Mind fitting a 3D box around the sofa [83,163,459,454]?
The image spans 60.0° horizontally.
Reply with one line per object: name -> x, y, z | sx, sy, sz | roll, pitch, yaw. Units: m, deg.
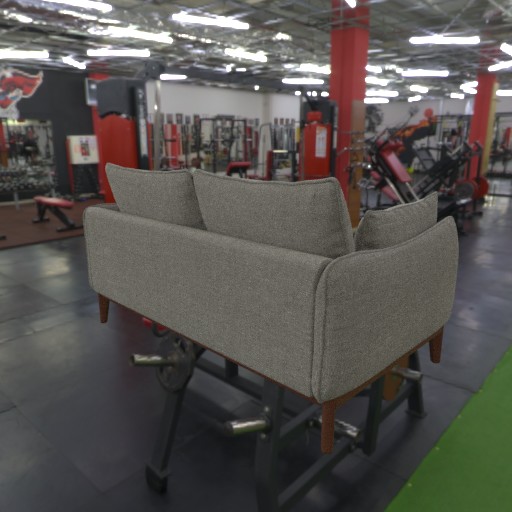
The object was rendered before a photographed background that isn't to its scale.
sofa -> 0.000, 0.000, 2.078 | 1.580, 0.851, 0.972 | 14, 20, 43
